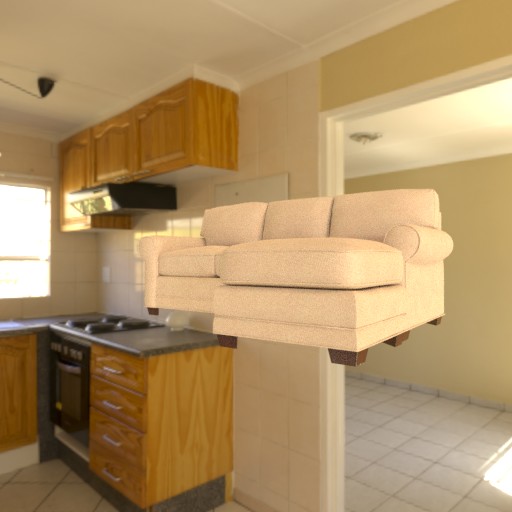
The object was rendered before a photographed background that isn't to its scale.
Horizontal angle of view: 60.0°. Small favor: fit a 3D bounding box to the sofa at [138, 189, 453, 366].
[{"bbox_3d":[0.000,0.000,2.387,1.770,0.734,1.226,0,-1,36],"label":"sofa"}]
